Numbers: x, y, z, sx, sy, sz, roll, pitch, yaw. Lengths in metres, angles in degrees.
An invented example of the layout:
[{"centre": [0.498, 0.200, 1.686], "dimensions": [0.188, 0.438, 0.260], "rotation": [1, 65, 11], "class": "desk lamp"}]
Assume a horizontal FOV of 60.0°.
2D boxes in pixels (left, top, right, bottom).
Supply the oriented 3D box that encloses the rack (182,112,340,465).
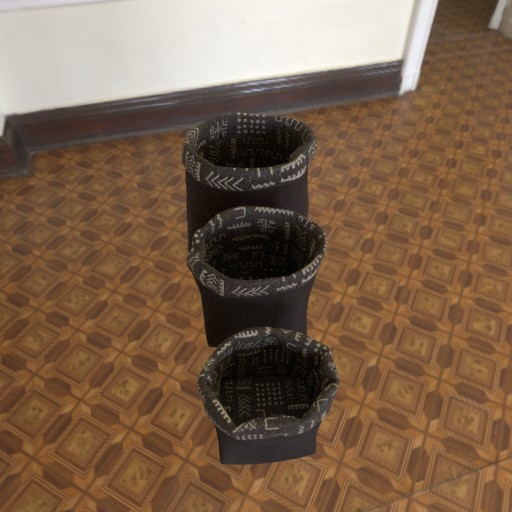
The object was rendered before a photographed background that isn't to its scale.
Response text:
[{"centre": [0.000, 0.000, 1.093], "dimensions": [0.379, 0.323, 0.905], "rotation": [-3, 46, -3], "class": "rack"}]
